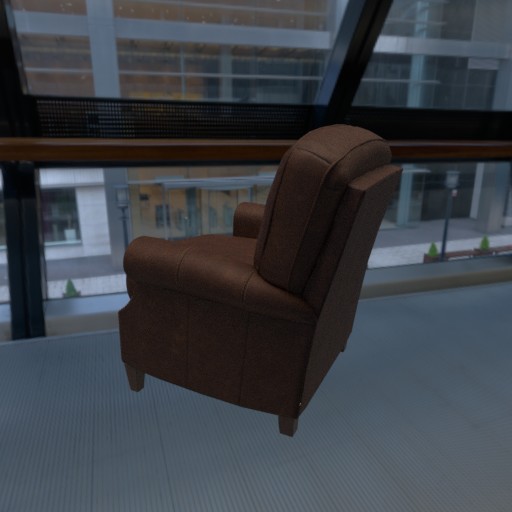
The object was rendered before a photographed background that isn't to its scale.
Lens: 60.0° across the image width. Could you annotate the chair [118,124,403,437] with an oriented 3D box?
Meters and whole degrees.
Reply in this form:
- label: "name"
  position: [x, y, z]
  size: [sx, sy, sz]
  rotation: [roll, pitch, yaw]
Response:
- label: "chair"
  position: [0.000, 0.000, 1.787]
  size: [0.986, 1.018, 0.936]
  rotation: [8, 18, 25]
